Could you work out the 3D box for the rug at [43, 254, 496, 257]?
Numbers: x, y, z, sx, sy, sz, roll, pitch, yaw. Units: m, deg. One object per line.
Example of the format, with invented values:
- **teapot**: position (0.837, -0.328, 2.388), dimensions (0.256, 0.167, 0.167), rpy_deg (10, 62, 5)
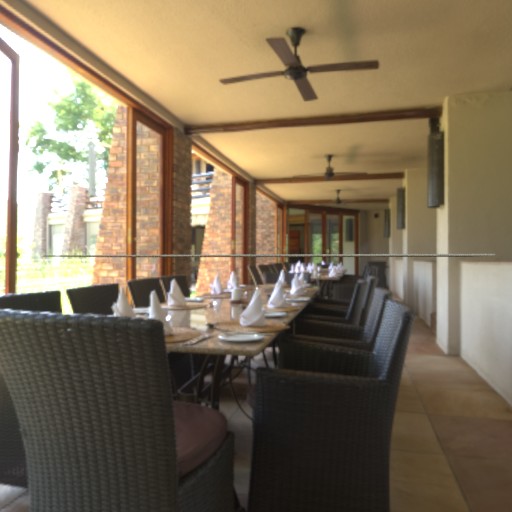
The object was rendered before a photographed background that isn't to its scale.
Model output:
- **rug**: position (0.000, 0.000, 2.661), dimensions (2.435, 0.009, 0.750), rpy_deg (0, 0, 16)
